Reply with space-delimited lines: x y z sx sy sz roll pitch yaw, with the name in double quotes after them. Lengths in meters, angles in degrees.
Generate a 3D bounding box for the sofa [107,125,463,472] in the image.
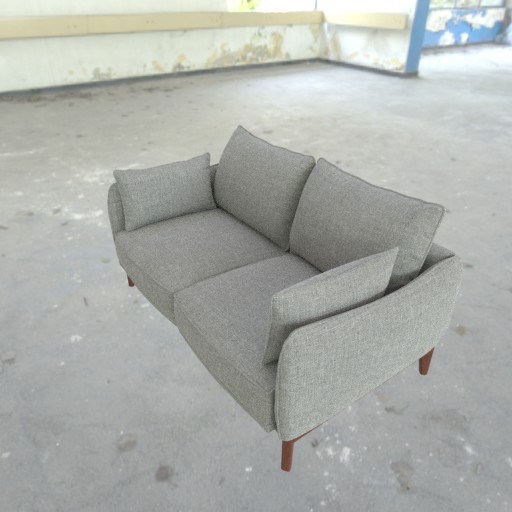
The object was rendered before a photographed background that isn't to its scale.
0.000 0.000 2.123 0.972 0.851 1.580 -20 37 -30 "sofa"
